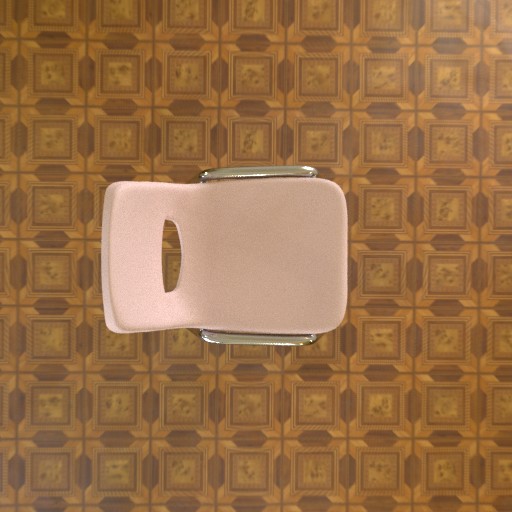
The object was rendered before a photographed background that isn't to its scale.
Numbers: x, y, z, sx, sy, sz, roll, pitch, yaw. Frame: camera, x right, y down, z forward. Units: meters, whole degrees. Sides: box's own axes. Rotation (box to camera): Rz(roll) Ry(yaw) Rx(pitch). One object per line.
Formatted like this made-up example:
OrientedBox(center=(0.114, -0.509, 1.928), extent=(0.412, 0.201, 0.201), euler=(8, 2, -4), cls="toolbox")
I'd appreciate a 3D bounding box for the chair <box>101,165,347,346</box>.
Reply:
OrientedBox(center=(0.000, 0.000, 0.852), extent=(0.423, 0.586, 0.354), euler=(0, 90, -1), cls="chair")
